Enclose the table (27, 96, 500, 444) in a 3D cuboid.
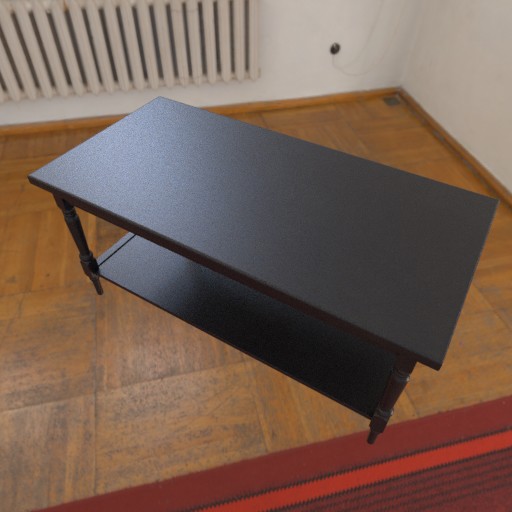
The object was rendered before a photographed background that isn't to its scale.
[{"bbox_3d":[0.000,0.000,1.333,1.107,0.510,0.550,23,50,21],"label":"table"}]
